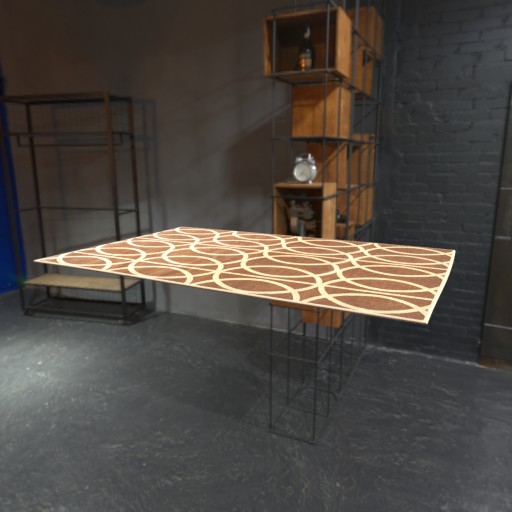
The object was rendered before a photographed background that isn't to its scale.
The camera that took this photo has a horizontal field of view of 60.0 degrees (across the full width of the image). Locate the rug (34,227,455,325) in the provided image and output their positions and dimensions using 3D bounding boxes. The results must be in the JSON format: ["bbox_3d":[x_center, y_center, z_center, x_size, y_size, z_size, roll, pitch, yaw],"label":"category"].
[{"bbox_3d":[0.000,0.000,2.868,2.294,0.014,1.528,6,14,27],"label":"rug"}]
